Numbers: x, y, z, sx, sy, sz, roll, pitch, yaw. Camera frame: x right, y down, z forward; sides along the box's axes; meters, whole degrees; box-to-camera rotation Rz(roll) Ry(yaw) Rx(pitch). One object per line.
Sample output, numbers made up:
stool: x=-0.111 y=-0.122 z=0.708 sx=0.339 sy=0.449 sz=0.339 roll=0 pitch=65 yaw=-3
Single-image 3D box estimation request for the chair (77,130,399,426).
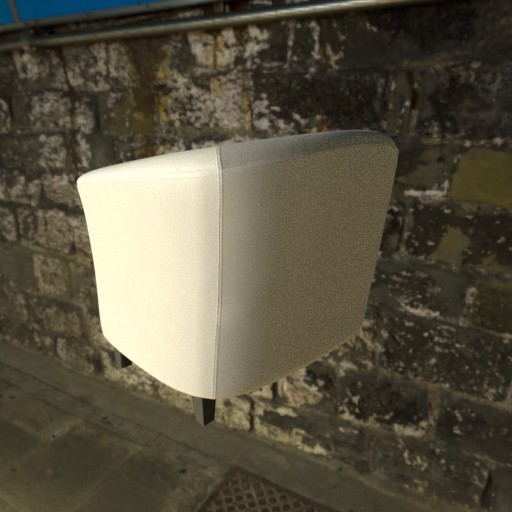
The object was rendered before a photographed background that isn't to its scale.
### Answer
chair: x=0.000 y=0.000 z=1.376 sx=0.727 sy=0.756 sz=0.792 roll=15 pitch=22 yaw=42
